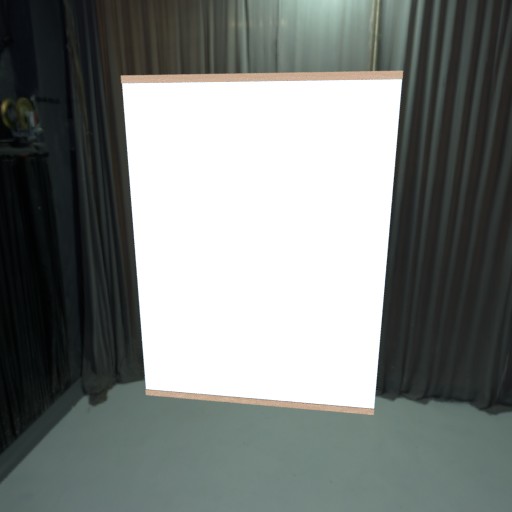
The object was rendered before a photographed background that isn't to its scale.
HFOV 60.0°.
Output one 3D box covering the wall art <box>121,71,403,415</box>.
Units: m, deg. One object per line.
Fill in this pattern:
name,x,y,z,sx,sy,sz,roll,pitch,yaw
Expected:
wall art,0.000,0.000,1.327,0.758,1.016,0.013,2,16,8
